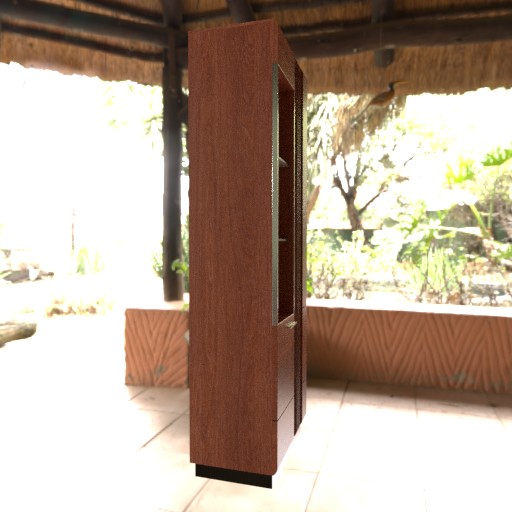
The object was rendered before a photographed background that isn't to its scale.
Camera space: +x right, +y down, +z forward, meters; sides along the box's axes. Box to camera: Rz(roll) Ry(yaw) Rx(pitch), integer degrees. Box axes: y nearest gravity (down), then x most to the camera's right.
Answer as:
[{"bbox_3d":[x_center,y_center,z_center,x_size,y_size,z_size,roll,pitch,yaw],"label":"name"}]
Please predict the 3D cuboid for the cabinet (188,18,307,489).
[{"bbox_3d":[0.000,0.000,2.219,0.420,1.980,0.660,0,1,17],"label":"cabinet"}]
